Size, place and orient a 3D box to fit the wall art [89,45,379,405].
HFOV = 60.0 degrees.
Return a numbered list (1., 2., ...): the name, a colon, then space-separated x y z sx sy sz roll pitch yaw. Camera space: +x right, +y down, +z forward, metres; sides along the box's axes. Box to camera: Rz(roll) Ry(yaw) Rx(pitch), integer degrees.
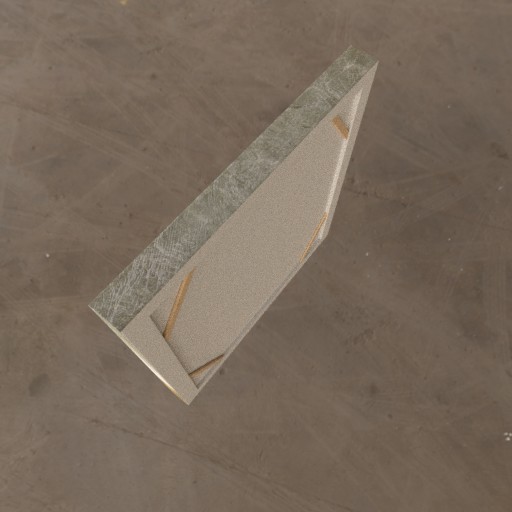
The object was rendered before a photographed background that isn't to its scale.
1. wall art: 0.000 0.000 0.618 0.038 0.407 0.405 35 69 16
